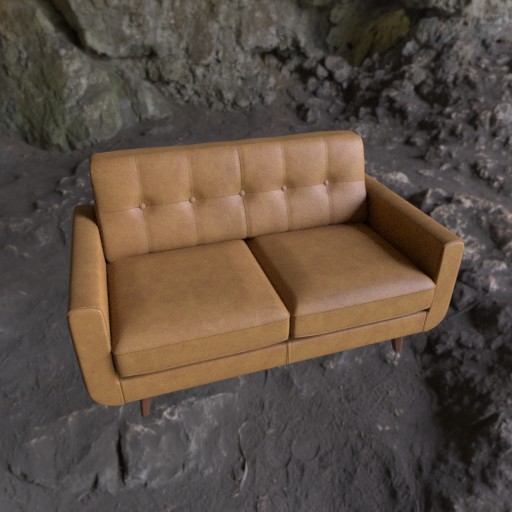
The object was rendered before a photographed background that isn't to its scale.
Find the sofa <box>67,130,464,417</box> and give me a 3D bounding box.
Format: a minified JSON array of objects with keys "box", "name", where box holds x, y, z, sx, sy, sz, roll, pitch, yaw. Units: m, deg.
[{"box":[0.000,0.000,2.164,1.651,0.925,0.952,-10,32,-15],"name":"sofa"}]
